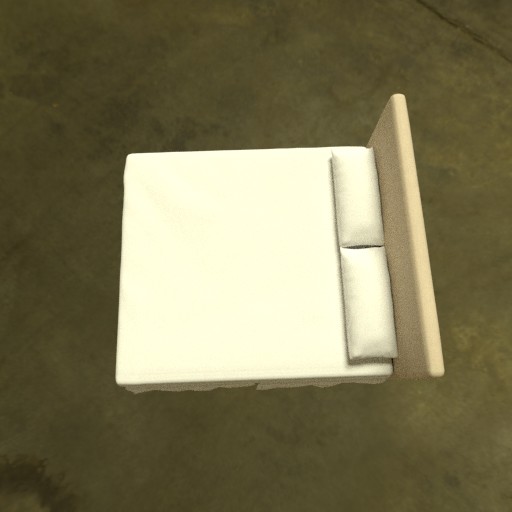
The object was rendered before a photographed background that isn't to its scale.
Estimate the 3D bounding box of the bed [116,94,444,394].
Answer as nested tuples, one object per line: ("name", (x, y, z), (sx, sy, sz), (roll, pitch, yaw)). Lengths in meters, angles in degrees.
("bed", (0.000, 0.000, 3.609), (2.319, 1.317, 2.119), (-2, 75, -1))
